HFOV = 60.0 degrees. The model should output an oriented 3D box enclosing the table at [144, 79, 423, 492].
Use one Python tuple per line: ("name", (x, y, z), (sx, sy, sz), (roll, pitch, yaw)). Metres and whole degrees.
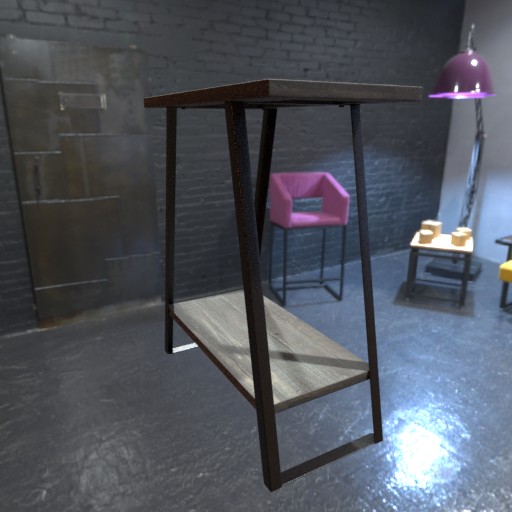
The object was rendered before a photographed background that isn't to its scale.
("table", (0.000, 0.000, 1.016), (0.300, 0.701, 0.599), (-9, 19, -28))
